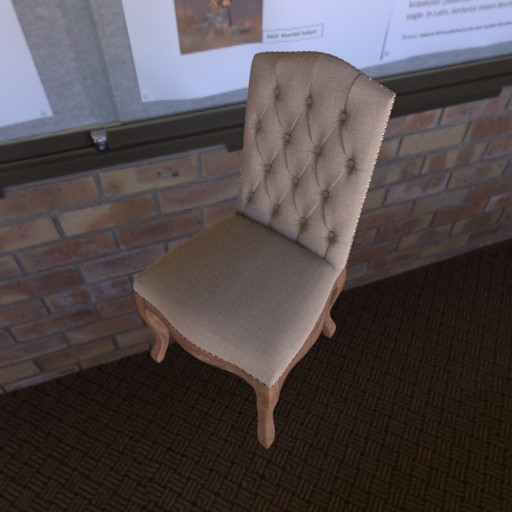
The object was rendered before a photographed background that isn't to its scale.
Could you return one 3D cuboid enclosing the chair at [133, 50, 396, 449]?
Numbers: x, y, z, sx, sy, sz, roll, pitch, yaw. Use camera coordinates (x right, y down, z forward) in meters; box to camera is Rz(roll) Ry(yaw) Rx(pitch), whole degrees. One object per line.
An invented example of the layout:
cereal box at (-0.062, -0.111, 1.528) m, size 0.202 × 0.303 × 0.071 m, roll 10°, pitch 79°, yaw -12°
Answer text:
chair at (0.000, 0.000, 1.568) m, size 0.637 × 1.191 × 0.731 m, roll 30°, pitch 54°, yaw 25°
